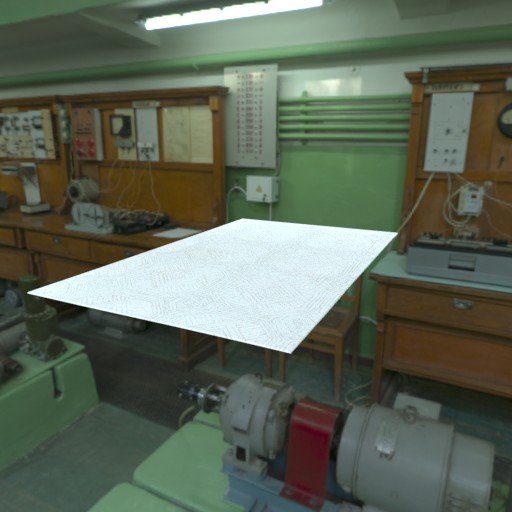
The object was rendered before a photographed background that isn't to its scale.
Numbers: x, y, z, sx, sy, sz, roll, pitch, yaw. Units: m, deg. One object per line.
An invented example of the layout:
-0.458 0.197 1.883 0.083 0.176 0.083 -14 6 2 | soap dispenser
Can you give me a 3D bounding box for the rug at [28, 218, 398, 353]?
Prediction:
0.000 0.000 3.101 1.524 0.008 2.440 7 17 26 | rug
